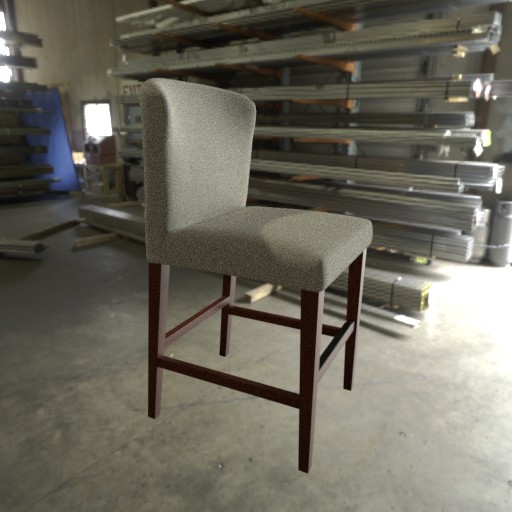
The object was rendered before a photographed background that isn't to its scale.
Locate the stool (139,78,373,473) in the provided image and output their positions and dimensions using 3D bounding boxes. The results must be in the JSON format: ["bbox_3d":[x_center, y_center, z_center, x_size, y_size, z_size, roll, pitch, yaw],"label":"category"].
[{"bbox_3d":[0.000,0.000,1.279,0.568,0.969,0.481,8,19,26],"label":"stool"}]
